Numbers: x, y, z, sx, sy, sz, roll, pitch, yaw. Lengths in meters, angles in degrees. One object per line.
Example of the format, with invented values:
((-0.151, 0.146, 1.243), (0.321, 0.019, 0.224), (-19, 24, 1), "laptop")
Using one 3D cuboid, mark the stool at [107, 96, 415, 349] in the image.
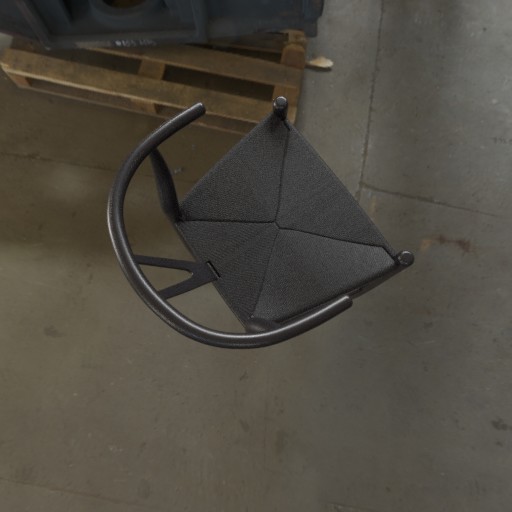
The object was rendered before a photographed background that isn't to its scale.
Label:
((0.000, 0.000, 1.329), (0.579, 0.970, 0.569), (-35, 79, -8), "stool")
